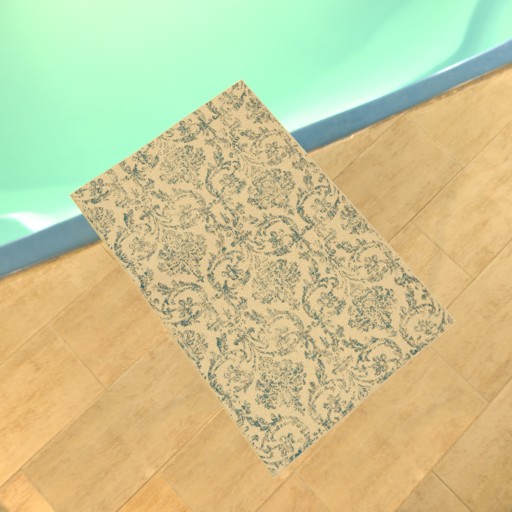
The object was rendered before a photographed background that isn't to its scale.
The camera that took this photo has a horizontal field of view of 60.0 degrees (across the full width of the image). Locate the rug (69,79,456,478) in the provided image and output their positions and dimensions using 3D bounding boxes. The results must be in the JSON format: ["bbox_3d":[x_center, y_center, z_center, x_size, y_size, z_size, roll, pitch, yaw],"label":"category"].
[{"bbox_3d":[0.000,0.000,3.569,1.819,0.018,2.746,-37,79,-9],"label":"rug"}]
